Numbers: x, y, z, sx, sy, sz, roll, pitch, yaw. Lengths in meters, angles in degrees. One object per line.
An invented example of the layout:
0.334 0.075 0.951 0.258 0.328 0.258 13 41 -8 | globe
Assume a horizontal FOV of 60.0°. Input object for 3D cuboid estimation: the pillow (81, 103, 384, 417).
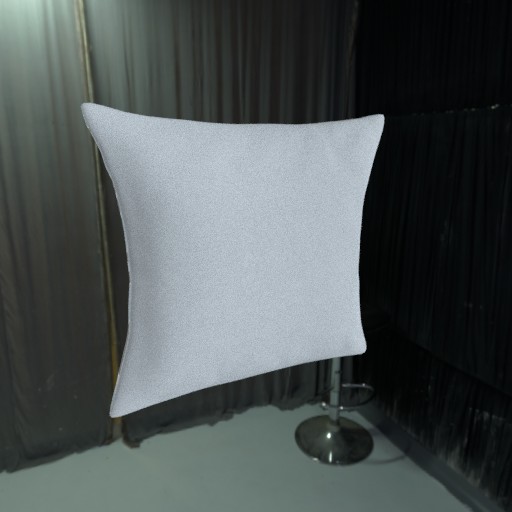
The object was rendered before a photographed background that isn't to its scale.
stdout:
0.000 0.000 0.806 0.552 0.508 0.166 -7 16 -26 | pillow
